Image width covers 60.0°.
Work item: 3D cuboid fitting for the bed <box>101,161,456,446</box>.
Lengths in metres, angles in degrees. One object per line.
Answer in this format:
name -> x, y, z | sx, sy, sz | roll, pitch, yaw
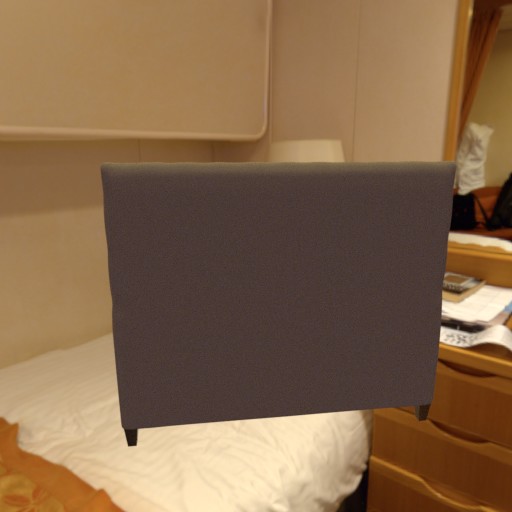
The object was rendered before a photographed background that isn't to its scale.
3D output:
bed -> 0.000, 0.000, 3.259 | 1.696, 1.426, 2.233 | -2, 14, -8
